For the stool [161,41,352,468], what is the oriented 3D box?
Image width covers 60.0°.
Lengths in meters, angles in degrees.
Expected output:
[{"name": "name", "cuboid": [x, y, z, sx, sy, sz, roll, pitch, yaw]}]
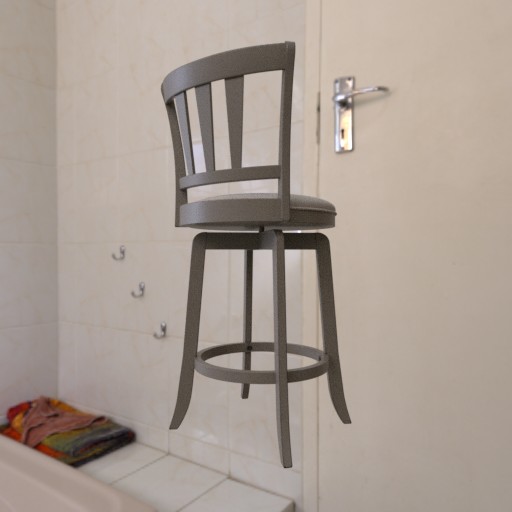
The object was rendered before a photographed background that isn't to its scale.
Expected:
[{"name": "stool", "cuboid": [0.000, 0.000, 1.275, 0.450, 0.994, 0.486, 0, 0, 36]}]
